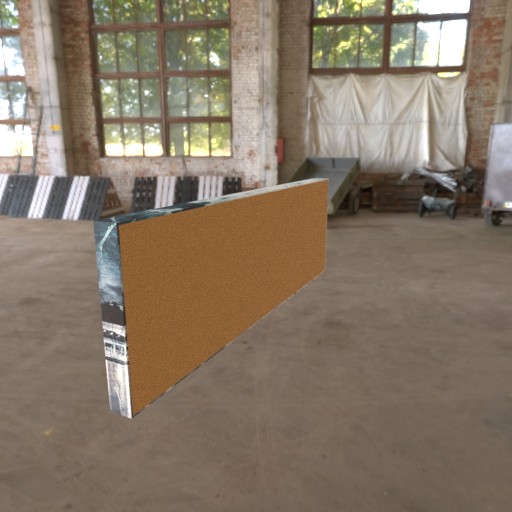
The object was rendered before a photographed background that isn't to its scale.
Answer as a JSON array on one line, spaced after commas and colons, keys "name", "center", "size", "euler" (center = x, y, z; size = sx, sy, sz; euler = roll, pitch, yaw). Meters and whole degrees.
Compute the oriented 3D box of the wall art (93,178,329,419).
[{"name": "wall art", "center": [0.000, 0.000, 0.865], "size": [0.037, 0.251, 0.759], "euler": [7, 16, 26]}]
